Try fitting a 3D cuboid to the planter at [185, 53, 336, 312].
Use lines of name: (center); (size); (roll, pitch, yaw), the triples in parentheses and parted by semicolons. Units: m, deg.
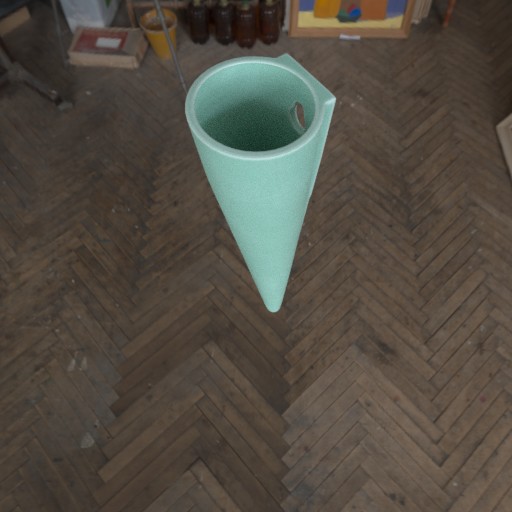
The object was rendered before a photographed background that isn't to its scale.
planter: (0.000, 0.000, 0.291); (0.055, 0.268, 0.054); (-33, 68, -15)
